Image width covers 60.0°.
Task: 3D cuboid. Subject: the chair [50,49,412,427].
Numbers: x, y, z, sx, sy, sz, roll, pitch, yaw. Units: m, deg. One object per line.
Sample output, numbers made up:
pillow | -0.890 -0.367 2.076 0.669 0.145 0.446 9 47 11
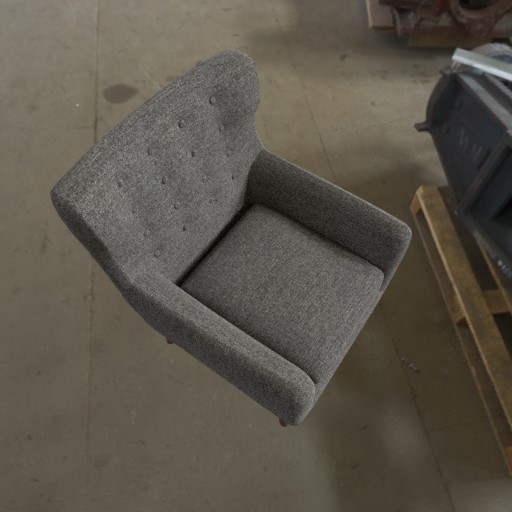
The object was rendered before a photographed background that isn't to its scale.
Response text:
chair | 0.000 0.000 1.726 0.940 1.039 0.889 31 63 18
